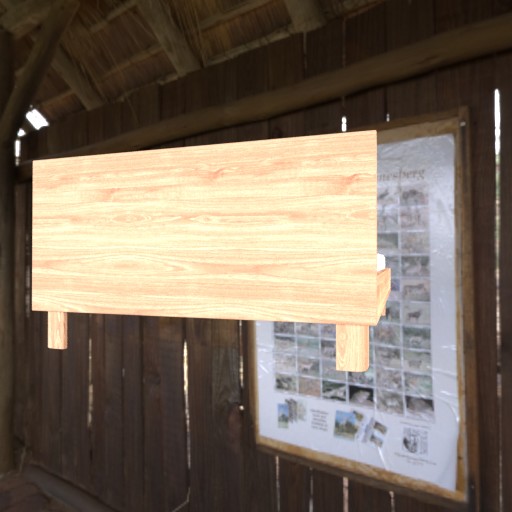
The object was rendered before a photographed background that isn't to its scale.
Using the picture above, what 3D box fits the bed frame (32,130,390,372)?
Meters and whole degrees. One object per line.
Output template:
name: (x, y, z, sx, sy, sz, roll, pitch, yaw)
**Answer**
bed frame: (0.000, 0.000, 2.943, 1.660, 0.940, 2.092, 0, -1, 18)
